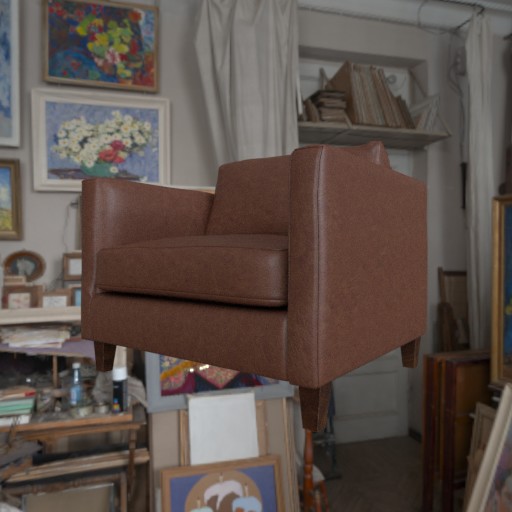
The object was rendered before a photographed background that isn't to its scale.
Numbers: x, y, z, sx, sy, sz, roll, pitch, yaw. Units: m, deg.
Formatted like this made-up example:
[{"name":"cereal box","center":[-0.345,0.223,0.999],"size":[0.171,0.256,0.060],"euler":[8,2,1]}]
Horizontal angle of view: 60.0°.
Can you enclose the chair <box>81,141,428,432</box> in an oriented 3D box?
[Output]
[{"name":"chair","center":[0.000,0.000,1.787],"size":[1.107,0.917,0.959],"euler":[1,1,37]}]
